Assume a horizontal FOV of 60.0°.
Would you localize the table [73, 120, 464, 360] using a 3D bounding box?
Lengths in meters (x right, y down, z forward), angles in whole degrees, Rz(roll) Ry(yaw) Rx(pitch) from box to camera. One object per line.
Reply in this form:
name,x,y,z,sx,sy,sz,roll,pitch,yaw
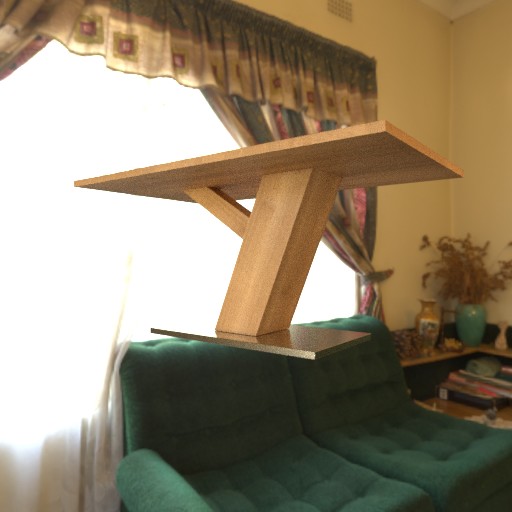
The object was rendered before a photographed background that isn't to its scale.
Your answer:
table,0.000,0.000,2.071,1.600,0.750,0.900,0,0,38
